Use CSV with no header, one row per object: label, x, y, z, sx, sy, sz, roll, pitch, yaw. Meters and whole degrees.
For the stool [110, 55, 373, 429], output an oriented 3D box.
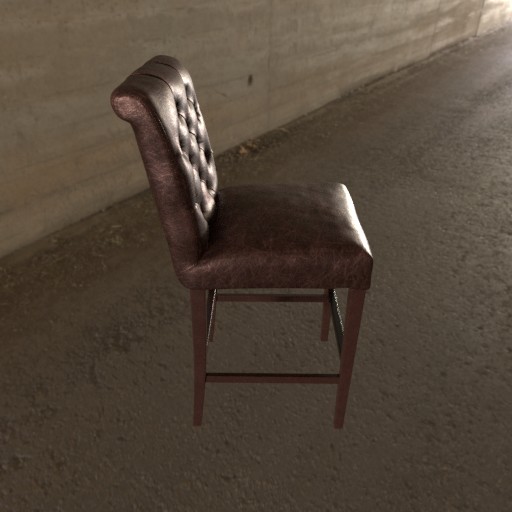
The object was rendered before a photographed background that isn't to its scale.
stool,0.000,0.000,1.465,0.659,1.168,0.483,0,33,1
